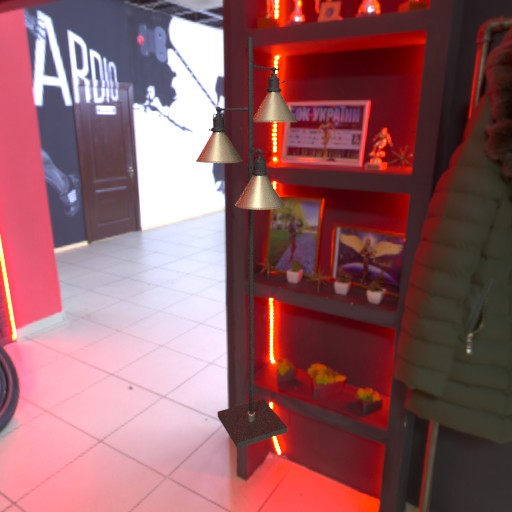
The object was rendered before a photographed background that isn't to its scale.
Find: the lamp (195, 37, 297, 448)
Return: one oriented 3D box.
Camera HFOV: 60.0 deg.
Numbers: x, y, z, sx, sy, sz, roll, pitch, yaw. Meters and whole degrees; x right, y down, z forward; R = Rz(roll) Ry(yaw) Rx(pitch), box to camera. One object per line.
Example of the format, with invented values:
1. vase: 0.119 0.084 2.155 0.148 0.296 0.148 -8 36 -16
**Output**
1. lamp: 0.000 0.000 1.901 0.428 1.716 0.415 -8 18 -25
